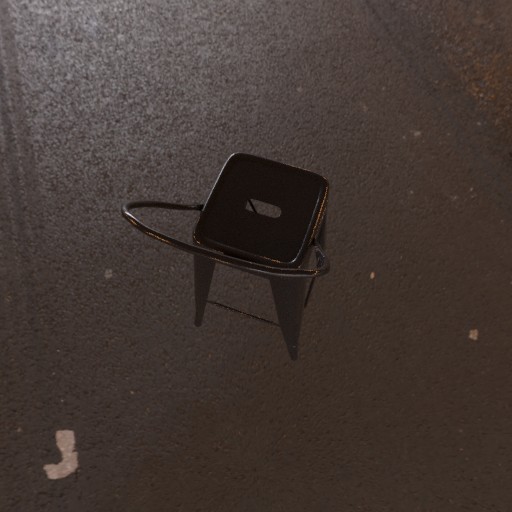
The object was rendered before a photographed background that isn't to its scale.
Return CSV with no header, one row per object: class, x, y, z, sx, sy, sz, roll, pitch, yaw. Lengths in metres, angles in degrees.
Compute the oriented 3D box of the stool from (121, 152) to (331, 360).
stool,0.000,0.000,1.340,0.432,1.022,0.528,18,65,8
